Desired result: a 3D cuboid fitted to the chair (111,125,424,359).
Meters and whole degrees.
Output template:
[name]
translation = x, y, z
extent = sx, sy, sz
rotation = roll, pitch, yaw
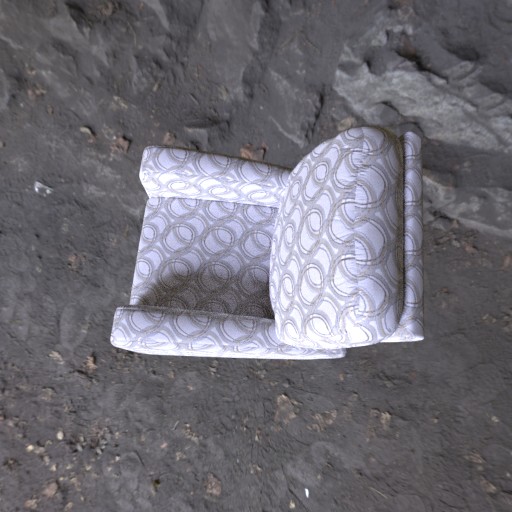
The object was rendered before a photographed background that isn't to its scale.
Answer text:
[chair]
translation = 0.000, 0.000, 1.728
extent = 0.995, 1.065, 0.796
rotation = 5, 75, 1
